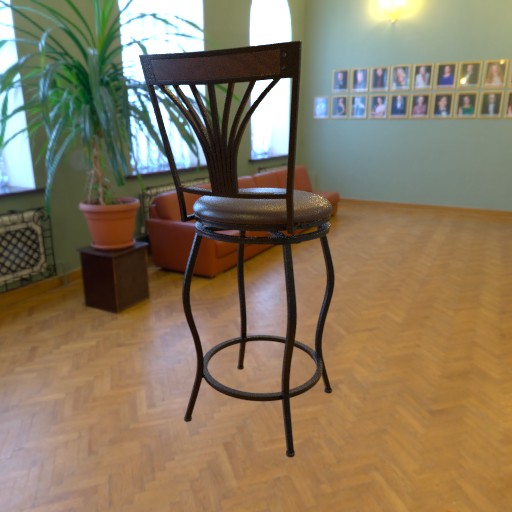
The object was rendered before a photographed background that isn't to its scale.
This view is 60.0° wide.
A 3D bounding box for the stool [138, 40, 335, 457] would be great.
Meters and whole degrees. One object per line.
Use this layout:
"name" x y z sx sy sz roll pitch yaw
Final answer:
"stool" 0.000 0.000 1.370 0.433 1.117 0.514 8 18 25
